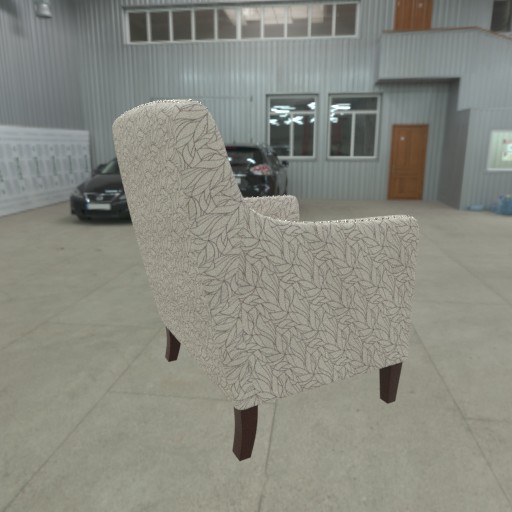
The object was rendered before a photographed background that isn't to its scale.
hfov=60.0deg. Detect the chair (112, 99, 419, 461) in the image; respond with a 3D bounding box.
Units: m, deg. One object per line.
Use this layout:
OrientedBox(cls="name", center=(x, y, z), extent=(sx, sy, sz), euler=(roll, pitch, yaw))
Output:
OrientedBox(cls="chair", center=(0.000, 0.000, 1.292), extent=(0.651, 0.816, 0.623), euler=(-7, 15, -27))
